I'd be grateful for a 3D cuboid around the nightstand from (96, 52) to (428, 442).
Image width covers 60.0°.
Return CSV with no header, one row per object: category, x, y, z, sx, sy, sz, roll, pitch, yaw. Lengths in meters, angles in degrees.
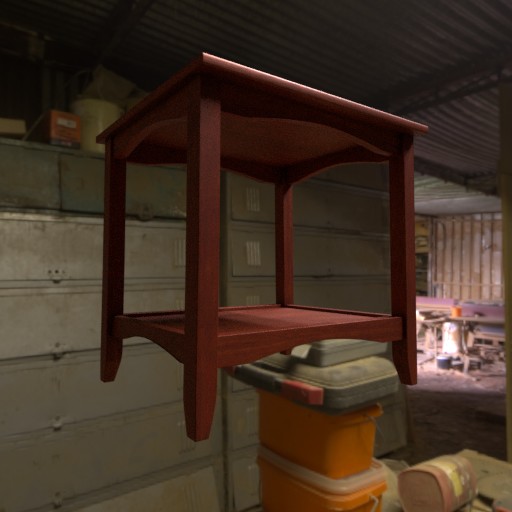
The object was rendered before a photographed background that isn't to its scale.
nightstand,0.000,0.000,0.986,0.558,0.558,0.501,1,-2,-36
